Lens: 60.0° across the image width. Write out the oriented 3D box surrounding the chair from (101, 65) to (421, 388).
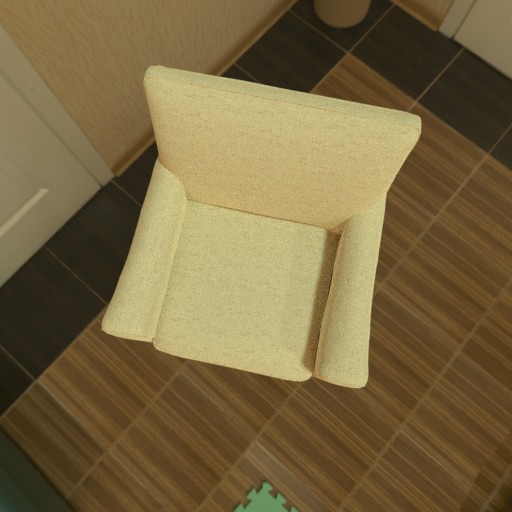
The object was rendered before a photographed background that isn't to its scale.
[{"bbox_3d":[0.000,0.000,1.638,0.870,0.943,0.823,12,77,3],"label":"chair"}]
